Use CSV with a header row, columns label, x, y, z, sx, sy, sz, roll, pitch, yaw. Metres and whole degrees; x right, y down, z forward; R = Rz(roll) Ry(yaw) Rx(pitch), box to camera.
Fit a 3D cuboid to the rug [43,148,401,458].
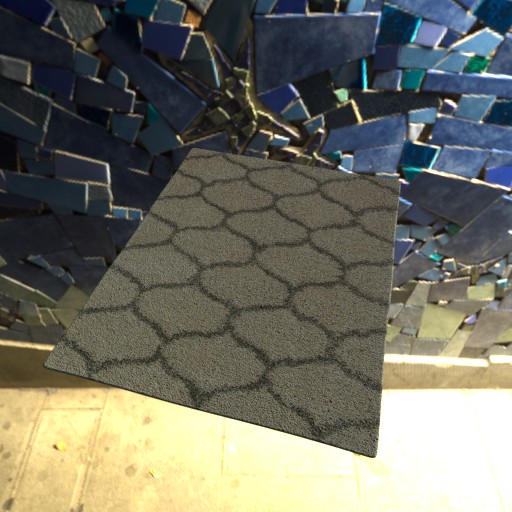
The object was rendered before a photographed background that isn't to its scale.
label,x,y,z,sx,sy,sz,roll,pitch,yaw
rug,0.000,0.000,3.987,2.399,0.026,3.000,11,47,11
